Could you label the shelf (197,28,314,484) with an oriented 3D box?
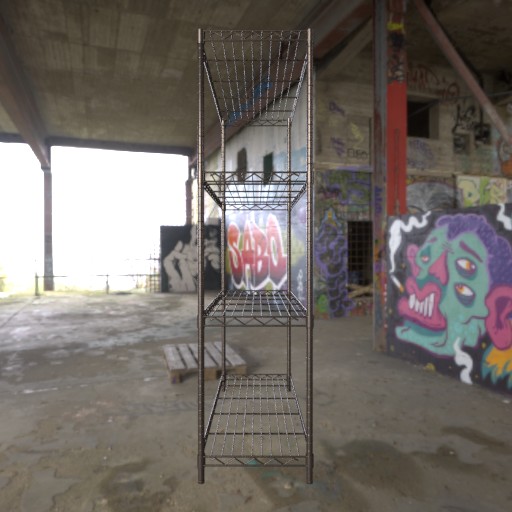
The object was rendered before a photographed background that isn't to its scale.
[{"bbox_3d":[0.000,0.000,1.774,0.352,1.361,0.907,0,1,0],"label":"shelf"}]
